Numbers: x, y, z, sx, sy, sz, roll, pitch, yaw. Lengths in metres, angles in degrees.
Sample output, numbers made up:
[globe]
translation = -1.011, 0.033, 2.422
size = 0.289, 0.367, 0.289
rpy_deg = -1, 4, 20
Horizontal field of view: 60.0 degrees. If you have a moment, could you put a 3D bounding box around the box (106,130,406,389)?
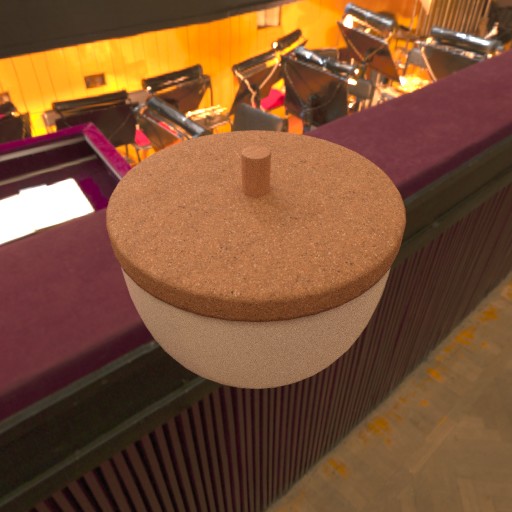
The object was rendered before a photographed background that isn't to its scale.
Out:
[box]
translation = 0.000, 0.000, 0.182
size = 0.107, 0.094, 0.107
rpy_deg = 0, 41, 0
